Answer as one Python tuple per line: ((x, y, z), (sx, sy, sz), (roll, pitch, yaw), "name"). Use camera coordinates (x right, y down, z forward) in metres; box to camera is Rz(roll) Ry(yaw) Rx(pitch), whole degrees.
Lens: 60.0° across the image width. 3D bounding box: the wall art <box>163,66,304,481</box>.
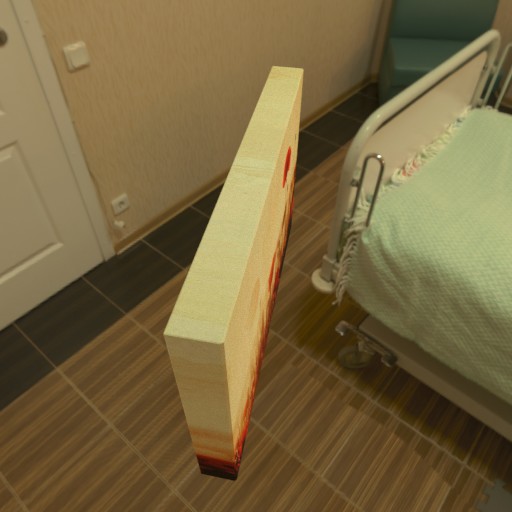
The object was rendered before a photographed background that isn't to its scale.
((0.000, 0.000, 0.483), (0.037, 0.251, 0.383), (8, 47, 8), "wall art")
